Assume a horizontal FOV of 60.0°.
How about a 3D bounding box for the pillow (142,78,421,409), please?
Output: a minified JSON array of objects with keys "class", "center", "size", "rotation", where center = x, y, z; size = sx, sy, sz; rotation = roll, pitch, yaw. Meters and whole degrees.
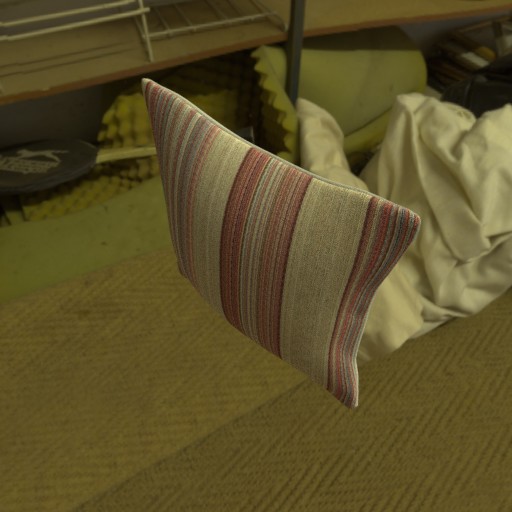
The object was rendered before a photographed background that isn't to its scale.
[{"class":"pillow","center":[0.000,0.000,0.666],"size":[0.437,0.419,0.136],"rotation":[34,56,28]}]
